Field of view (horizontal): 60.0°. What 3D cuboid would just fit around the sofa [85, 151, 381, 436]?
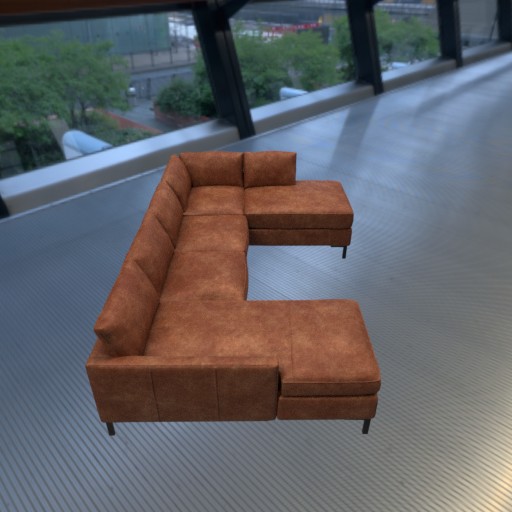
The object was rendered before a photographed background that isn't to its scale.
[{"bbox_3d":[0.000,0.000,3.811,1.939,0.900,2.956,0,32,0],"label":"sofa"}]
